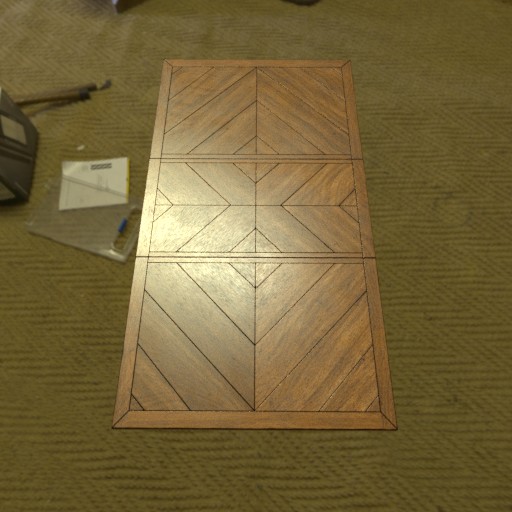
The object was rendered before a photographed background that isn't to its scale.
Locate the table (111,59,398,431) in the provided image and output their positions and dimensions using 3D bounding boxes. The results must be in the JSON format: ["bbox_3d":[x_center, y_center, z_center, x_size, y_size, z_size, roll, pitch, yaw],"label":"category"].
[{"bbox_3d":[0.000,0.000,1.821,0.757,0.760,1.400,0,64,0],"label":"table"}]
